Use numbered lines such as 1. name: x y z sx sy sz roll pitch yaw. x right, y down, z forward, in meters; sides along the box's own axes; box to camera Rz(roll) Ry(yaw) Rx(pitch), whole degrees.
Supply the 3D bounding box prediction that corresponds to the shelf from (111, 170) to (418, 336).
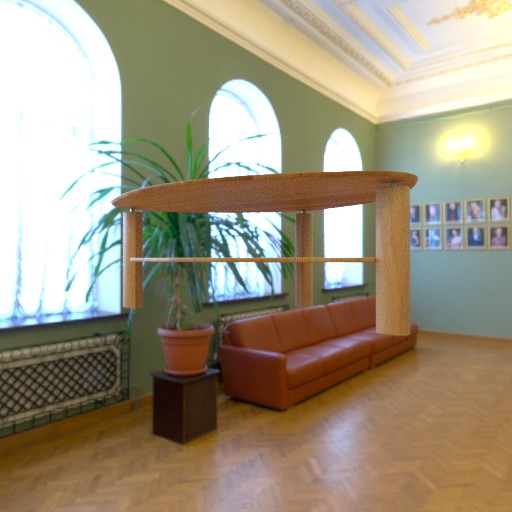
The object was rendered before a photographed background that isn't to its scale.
1. shelf: 0.000 0.000 1.670 1.246 0.440 0.845 0 0 36
